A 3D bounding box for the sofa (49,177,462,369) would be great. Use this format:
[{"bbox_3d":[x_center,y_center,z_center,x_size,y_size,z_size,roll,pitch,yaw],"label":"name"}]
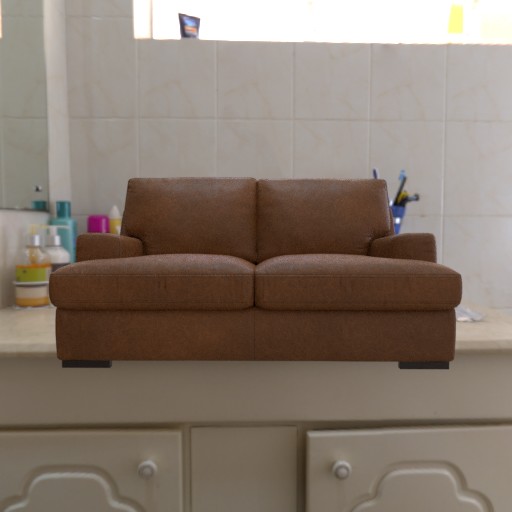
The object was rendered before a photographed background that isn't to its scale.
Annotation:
[{"bbox_3d":[0.000,0.000,2.482,1.880,0.966,1.144,0,3,1],"label":"sofa"}]
